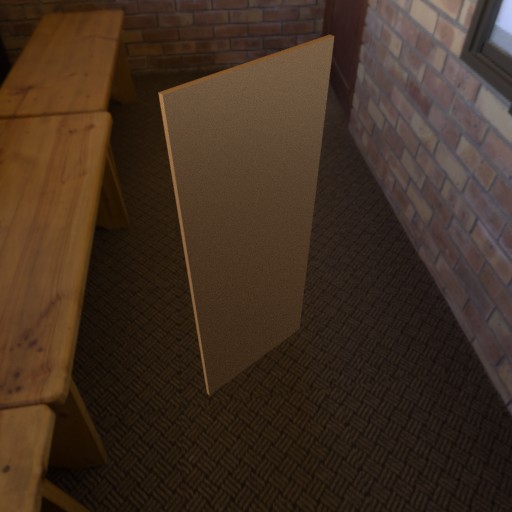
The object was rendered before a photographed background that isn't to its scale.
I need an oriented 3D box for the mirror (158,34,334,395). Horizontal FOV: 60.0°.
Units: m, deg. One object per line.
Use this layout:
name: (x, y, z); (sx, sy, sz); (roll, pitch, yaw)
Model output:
mirror: (0.000, 0.000, 2.347); (0.812, 2.031, 0.025); (-31, 53, -27)
